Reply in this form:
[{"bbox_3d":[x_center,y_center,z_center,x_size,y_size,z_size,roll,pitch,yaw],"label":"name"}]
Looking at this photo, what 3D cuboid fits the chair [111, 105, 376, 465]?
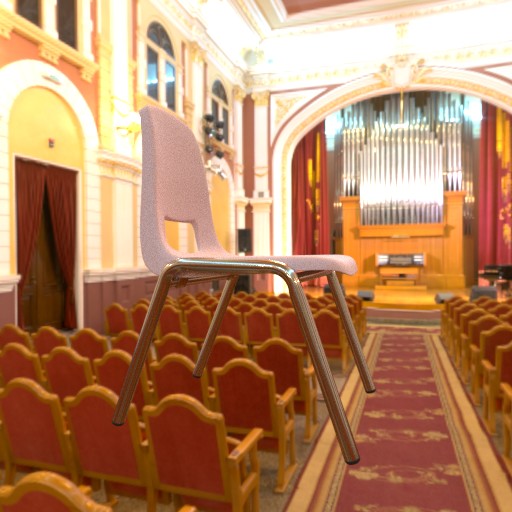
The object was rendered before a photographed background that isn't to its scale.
[{"bbox_3d":[0.000,0.000,0.847,0.423,0.586,0.354,0,1,19],"label":"chair"}]
